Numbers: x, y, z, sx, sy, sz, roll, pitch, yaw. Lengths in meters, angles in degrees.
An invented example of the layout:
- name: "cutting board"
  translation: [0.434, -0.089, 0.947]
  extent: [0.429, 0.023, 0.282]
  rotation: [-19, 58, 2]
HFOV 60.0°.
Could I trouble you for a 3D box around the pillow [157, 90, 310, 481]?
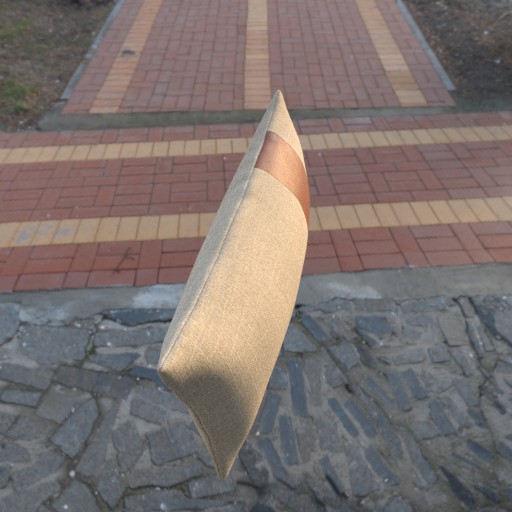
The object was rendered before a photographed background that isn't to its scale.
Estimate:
- name: "pillow"
  translation: [0.000, 0.000, 0.726]
  extent: [0.155, 0.282, 0.612]
  rotation: [9, 46, 9]
